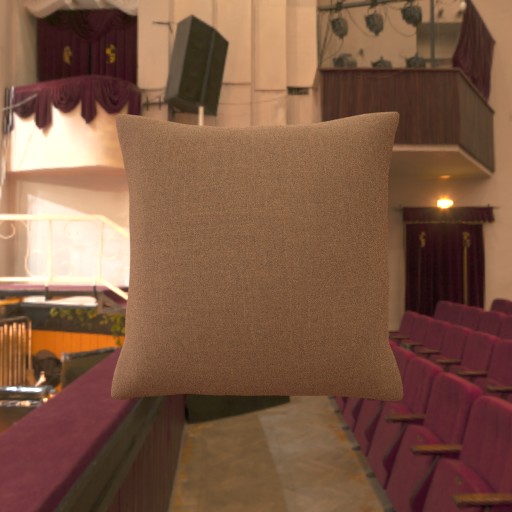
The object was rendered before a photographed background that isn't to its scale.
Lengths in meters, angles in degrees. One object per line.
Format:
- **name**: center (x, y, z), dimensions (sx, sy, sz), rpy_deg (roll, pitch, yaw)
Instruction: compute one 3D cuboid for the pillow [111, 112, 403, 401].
- **pillow**: center (0.000, 0.000, 0.782), dimensions (0.512, 0.506, 0.178), rpy_deg (0, -2, 1)
